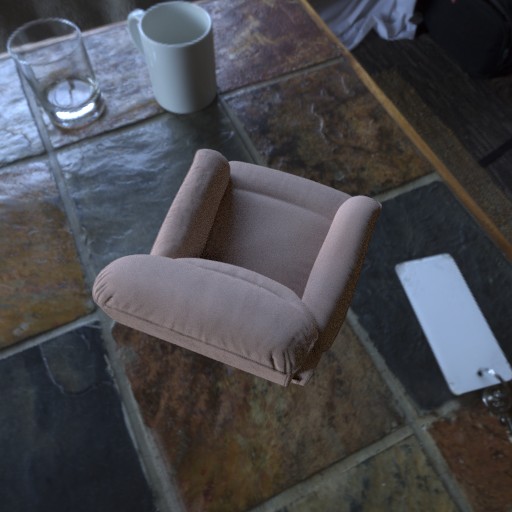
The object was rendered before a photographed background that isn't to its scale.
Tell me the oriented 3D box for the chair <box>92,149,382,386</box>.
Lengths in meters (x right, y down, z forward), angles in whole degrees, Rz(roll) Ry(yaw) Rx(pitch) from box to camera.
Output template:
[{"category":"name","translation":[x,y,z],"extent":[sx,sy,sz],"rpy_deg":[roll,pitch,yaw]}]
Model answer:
[{"category":"chair","translation":[0.000,0.000,1.764],"extent":[0.820,1.037,1.004],"rpy_deg":[19,65,9]}]
